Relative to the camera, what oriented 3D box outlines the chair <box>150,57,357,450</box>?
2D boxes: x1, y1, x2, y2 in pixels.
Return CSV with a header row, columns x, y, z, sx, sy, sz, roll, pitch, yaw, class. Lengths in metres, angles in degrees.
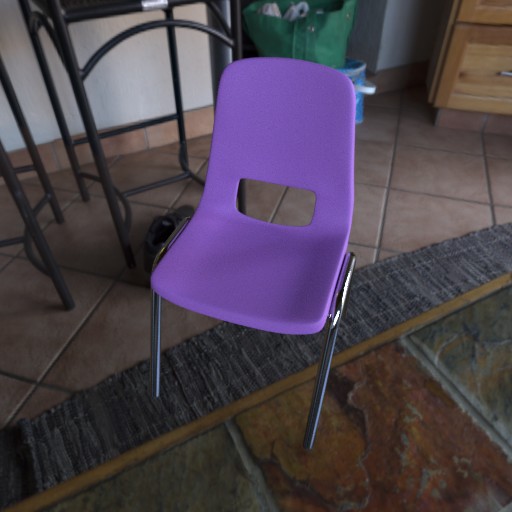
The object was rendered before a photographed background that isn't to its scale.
x,y,z,sx,sy,sz,roll,pitch,yaw,class
0.000,0.000,0.677,0.291,0.493,0.301,13,43,14,chair
